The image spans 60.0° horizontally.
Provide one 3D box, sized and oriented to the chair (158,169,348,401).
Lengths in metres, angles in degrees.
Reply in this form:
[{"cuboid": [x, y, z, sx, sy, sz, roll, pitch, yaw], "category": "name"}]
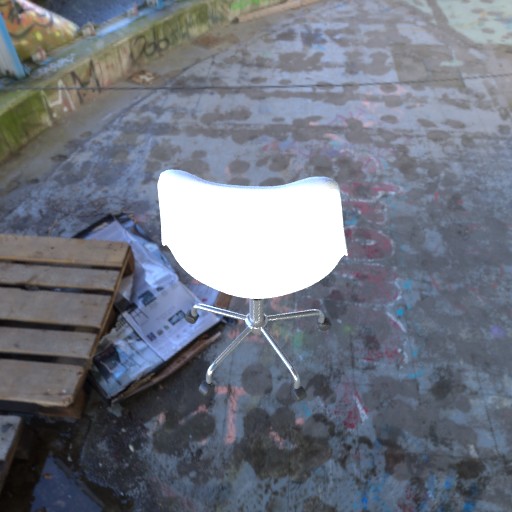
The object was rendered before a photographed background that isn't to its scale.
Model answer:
[{"cuboid": [0.000, 0.000, 1.271, 0.550, 0.930, 0.550, 3, 48, 3], "category": "chair"}]
